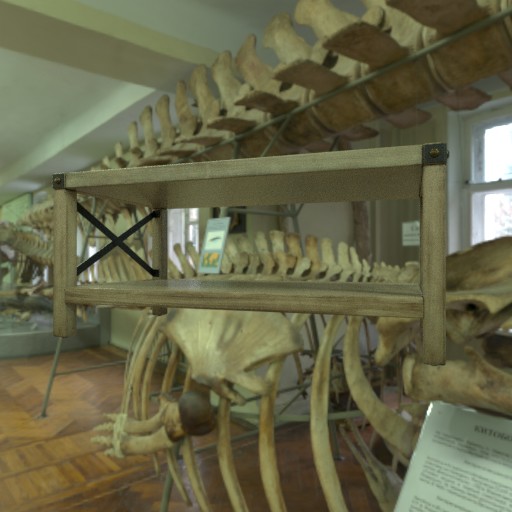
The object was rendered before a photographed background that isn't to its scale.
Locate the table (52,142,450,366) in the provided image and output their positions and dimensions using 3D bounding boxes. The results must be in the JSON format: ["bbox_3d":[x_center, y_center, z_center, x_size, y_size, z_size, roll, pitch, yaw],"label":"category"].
[{"bbox_3d":[0.000,0.000,1.310,1.016,0.456,0.559,0,0,20],"label":"table"}]
